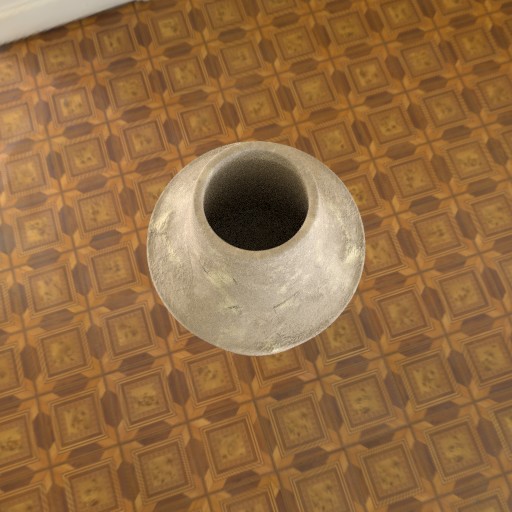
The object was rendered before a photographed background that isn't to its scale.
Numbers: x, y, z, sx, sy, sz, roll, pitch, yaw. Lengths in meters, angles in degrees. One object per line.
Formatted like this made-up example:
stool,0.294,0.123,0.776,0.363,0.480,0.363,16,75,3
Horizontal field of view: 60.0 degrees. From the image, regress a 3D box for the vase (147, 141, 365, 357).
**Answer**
vase,0.000,0.000,0.424,0.184,0.305,0.184,0,76,0
